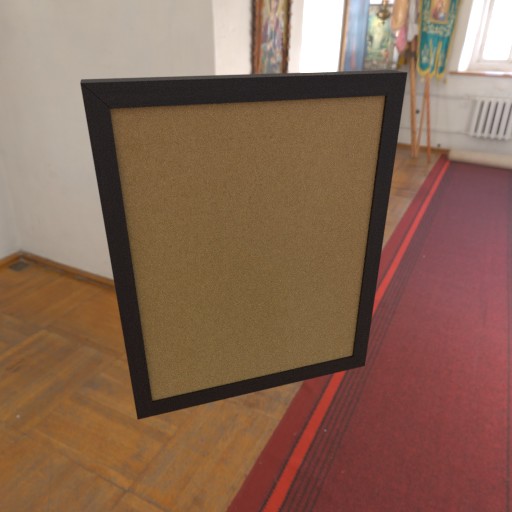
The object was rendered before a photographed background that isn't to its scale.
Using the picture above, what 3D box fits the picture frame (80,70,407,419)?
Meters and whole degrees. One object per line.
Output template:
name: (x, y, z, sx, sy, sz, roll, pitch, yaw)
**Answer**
picture frame: (0.000, 0.000, 0.733, 0.452, 0.555, 0.044, -8, 28, -16)
